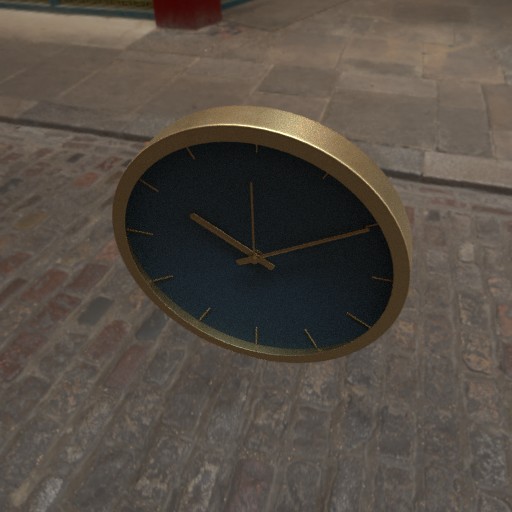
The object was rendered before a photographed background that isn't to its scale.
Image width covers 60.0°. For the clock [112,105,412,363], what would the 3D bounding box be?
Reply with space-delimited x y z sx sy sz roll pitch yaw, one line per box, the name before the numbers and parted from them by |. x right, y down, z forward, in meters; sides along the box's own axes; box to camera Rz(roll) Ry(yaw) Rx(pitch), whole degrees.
clock | 0.000 0.000 0.472 0.314 0.314 0.040 11 43 12
